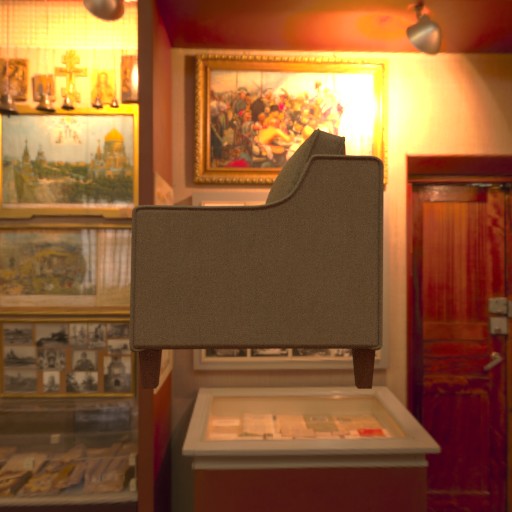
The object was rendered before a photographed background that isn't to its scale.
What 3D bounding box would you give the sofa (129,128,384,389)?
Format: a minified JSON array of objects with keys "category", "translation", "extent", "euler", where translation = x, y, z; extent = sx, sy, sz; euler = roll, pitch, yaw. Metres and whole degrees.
[{"category":"sofa","translation":[0.000,0.000,2.551],"extent":[0.911,0.974,1.986],"euler":[0,-1,0]}]
